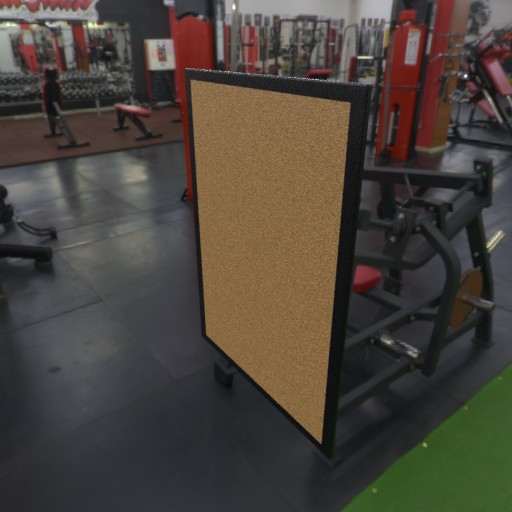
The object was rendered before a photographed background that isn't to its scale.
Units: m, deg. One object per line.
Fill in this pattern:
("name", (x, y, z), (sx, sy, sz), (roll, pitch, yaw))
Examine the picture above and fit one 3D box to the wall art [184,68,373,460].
("wall art", (0.000, 0.000, 1.274), (0.013, 0.967, 0.707), (-17, 31, -32))
